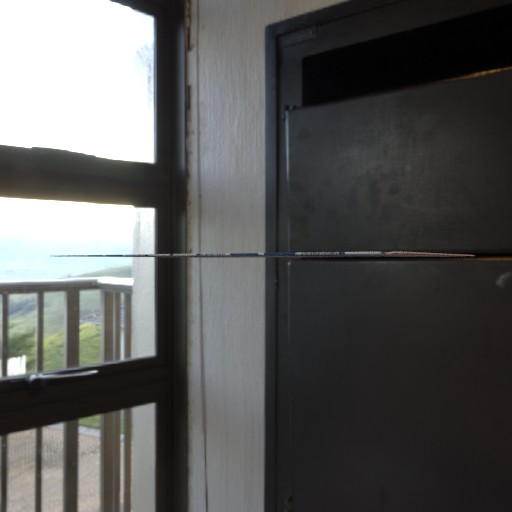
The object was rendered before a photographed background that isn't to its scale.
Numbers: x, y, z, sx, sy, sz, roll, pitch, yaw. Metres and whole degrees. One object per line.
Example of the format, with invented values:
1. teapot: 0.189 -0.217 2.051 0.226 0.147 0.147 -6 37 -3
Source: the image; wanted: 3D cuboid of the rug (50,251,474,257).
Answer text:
1. rug: 0.000 0.000 2.993 2.441 0.010 1.532 0 -1 36
